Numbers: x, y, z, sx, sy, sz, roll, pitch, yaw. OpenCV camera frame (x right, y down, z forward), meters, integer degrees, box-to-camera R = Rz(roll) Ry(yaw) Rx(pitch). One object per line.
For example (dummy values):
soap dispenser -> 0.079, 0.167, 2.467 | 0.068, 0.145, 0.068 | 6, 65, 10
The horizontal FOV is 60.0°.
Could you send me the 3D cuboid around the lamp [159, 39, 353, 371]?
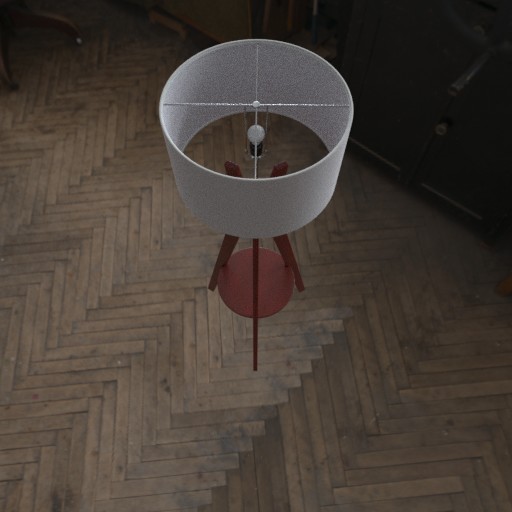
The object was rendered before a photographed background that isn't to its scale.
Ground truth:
lamp -> 0.000, 0.000, 1.715 | 0.539, 1.472, 0.542 | 1, 62, 0
